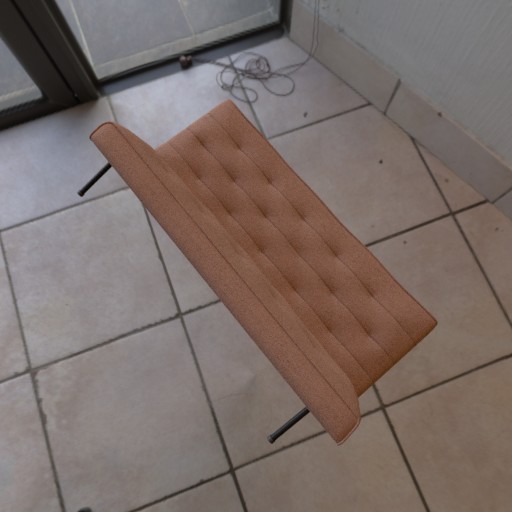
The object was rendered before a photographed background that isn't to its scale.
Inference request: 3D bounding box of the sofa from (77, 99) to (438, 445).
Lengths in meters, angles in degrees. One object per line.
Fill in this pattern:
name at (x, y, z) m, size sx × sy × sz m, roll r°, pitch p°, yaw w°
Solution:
sofa at (0.000, 0.000, 2.366) m, size 1.038 × 0.810 × 1.820 m, roll -38°, pitch 78°, yaw -9°
